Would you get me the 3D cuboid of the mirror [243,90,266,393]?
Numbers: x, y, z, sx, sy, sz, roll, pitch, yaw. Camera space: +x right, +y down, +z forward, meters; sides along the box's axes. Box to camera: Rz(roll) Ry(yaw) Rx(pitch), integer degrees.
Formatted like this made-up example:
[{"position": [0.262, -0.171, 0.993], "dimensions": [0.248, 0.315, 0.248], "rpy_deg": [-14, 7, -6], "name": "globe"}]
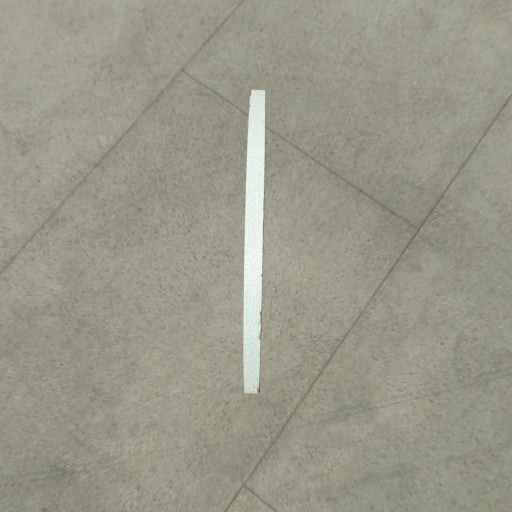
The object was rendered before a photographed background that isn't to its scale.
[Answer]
[{"position": [0.000, 0.000, 1.142], "dimensions": [0.032, 0.920, 0.660], "rpy_deg": [1, 77, 0], "name": "mirror"}]
